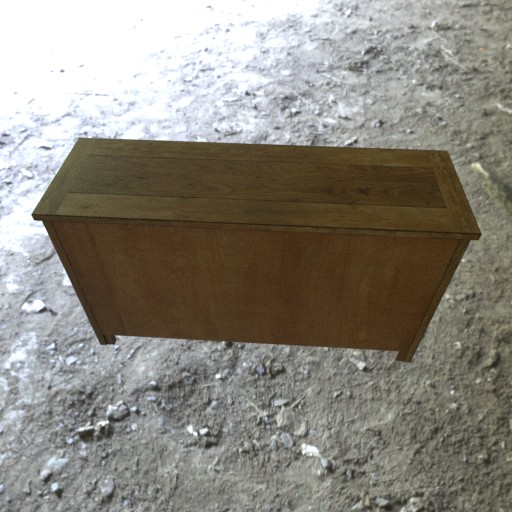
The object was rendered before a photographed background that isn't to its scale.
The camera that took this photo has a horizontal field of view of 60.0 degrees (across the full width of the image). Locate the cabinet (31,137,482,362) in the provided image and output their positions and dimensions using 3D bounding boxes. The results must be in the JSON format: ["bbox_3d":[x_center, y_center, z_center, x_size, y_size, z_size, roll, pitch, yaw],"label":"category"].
[{"bbox_3d":[0.000,0.000,1.904,1.474,0.813,0.480,3,47,3],"label":"cabinet"}]
